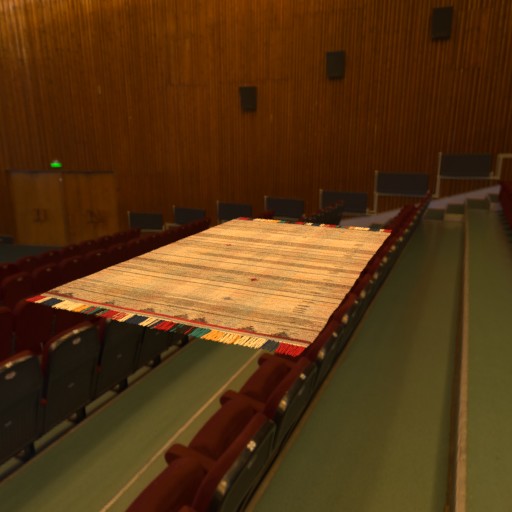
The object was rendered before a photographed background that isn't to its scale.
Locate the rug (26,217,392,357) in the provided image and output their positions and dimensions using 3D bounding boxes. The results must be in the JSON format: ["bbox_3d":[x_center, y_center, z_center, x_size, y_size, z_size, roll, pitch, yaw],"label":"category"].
[{"bbox_3d":[0.000,0.000,2.994,1.465,0.012,2.465,7,17,23],"label":"rug"}]
